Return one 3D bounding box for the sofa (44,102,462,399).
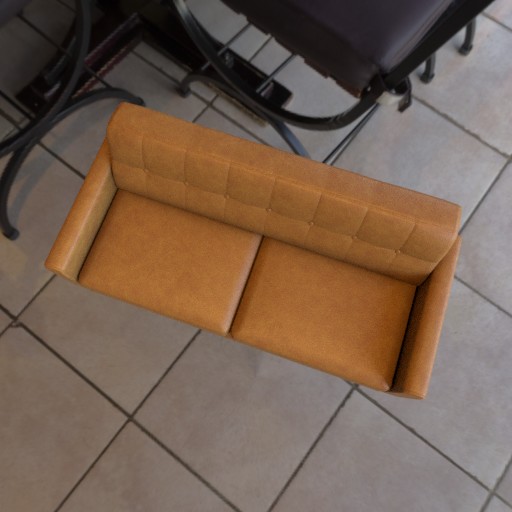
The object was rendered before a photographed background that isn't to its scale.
[{"bbox_3d":[0.000,0.000,2.586,2.137,0.892,0.980,18,76,5],"label":"sofa"}]
